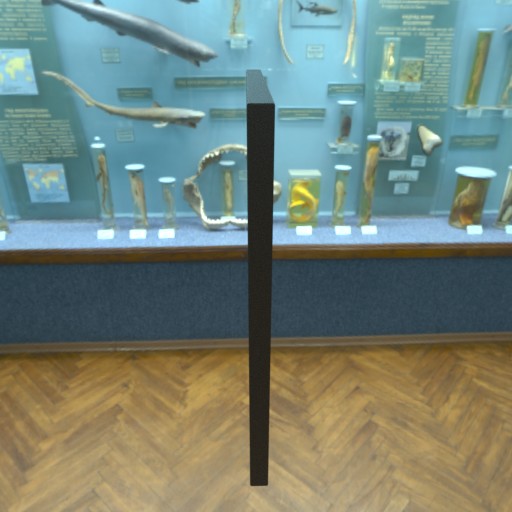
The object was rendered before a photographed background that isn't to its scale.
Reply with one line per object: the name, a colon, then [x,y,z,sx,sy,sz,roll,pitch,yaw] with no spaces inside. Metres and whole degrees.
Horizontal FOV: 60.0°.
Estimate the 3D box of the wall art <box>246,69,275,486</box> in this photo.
wall art: [0.000,0.000,0.747,0.028,0.551,0.451,-1,27,-1]
